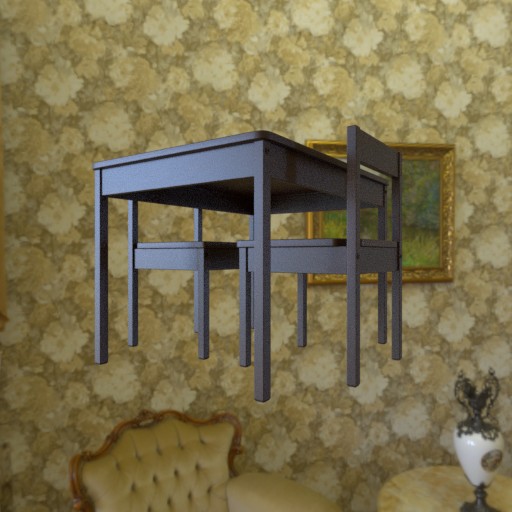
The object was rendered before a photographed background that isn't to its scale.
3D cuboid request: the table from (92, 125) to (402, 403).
[{"bbox_3d":[0.000,0.000,1.154,0.672,0.503,0.650,0,0,35],"label":"table"}]
